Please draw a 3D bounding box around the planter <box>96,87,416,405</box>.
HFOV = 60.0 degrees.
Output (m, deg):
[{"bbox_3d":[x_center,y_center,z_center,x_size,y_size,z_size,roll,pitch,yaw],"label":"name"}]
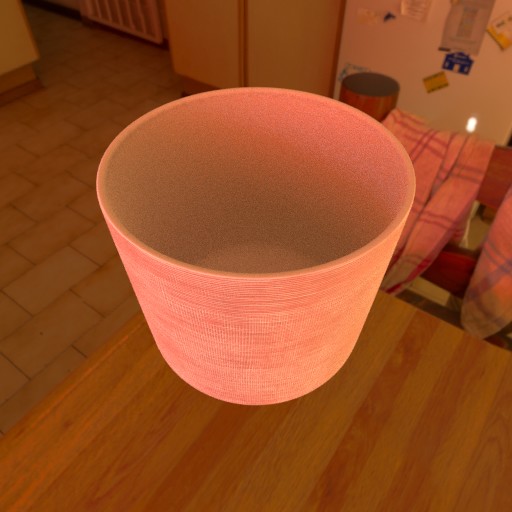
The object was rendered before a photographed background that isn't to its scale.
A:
[{"bbox_3d":[0.000,0.000,0.772,0.440,0.398,0.440,0,47,0],"label":"planter"}]
